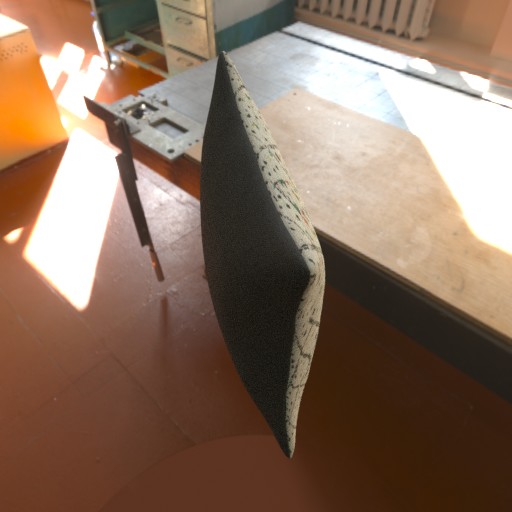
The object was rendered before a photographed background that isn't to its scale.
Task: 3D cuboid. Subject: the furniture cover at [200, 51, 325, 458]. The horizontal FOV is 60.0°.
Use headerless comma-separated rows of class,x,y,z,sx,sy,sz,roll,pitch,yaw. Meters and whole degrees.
furniture cover,0.000,0.000,0.770,0.180,0.498,0.525,-9,47,-8
